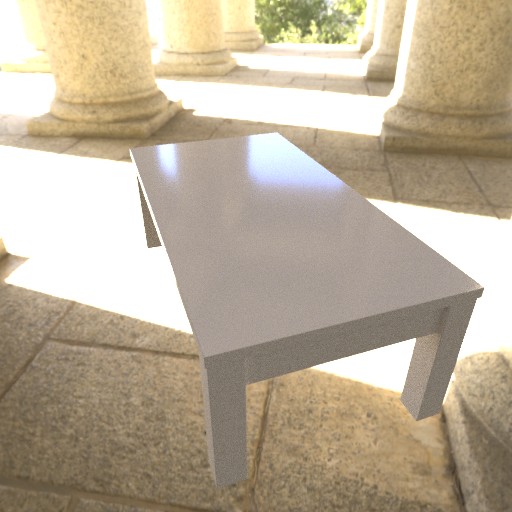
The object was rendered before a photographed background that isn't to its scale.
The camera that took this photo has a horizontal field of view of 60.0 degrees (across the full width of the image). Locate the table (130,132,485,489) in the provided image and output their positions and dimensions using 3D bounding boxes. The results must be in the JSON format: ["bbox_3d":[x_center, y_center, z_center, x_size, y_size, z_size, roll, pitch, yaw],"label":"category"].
[{"bbox_3d":[0.000,0.000,1.638,0.700,0.470,1.350,-11,34,-17],"label":"table"}]
